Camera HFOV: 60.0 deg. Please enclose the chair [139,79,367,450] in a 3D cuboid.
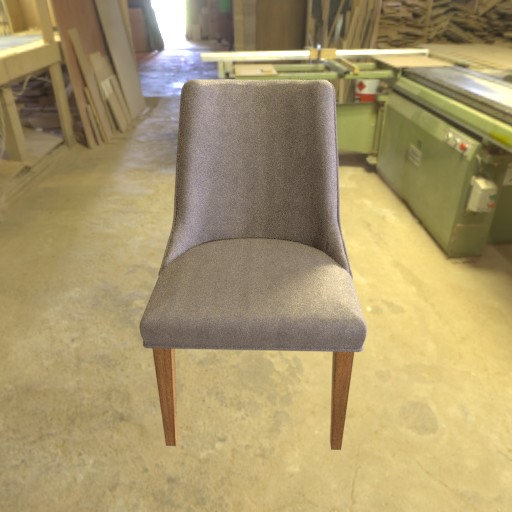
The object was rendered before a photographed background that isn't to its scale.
[{"bbox_3d":[0.000,0.000,1.309,0.548,0.916,0.636,1,30,1],"label":"chair"}]
